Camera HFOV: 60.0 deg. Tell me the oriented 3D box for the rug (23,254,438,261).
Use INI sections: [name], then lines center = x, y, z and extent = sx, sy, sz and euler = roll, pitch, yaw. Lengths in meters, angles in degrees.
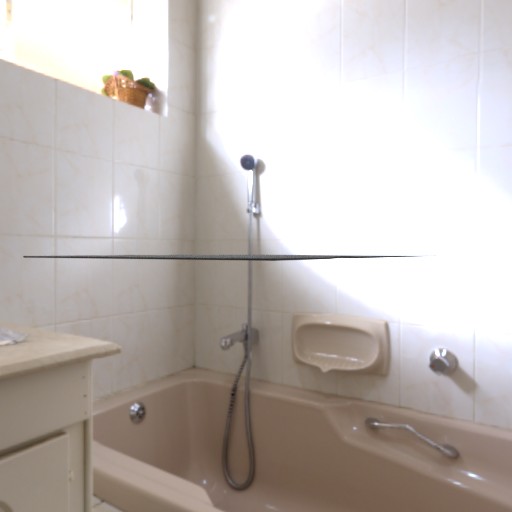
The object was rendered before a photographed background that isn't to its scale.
[rug]
center = 0.000, 0.000, 4.096
extent = 2.456, 0.021, 3.068
euler = 0, 1, 36
